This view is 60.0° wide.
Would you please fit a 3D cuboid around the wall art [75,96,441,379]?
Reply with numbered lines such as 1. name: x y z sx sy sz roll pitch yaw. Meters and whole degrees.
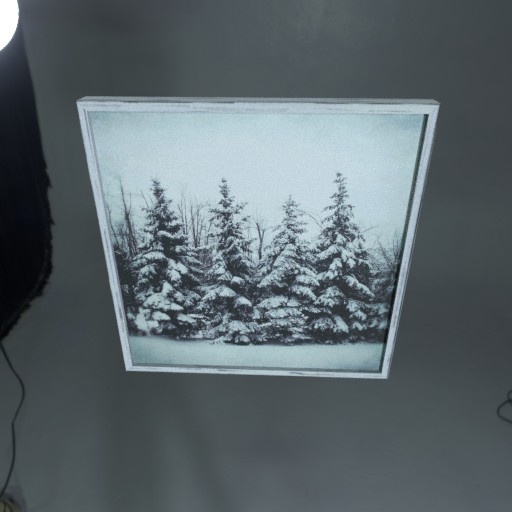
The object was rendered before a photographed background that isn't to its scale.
1. wall art: 0.000 0.000 0.751 0.506 0.506 0.038 1 29 2
